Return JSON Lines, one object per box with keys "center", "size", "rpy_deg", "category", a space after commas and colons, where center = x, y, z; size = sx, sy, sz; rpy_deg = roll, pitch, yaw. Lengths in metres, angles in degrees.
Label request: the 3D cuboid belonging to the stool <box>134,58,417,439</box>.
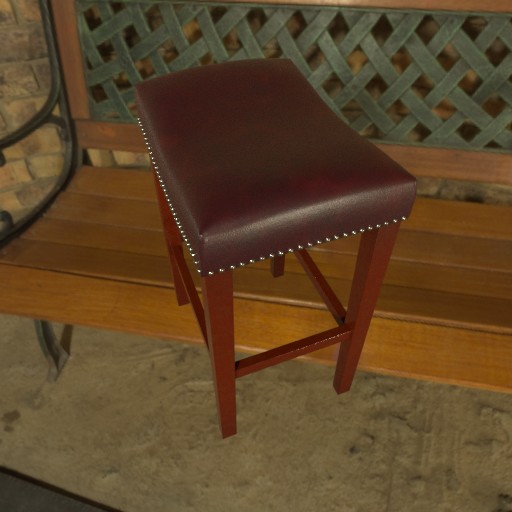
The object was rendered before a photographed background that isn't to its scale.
{"center": [0.000, 0.000, 1.052], "size": [0.372, 0.742, 0.504], "rpy_deg": [-16, 48, -14], "category": "stool"}
